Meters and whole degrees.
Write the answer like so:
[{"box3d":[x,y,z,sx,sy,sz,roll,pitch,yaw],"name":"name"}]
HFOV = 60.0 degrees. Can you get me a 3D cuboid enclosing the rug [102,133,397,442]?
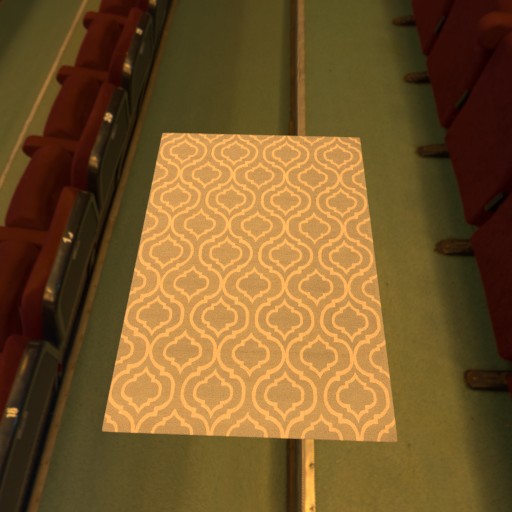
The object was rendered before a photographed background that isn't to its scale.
[{"box3d":[0.000,0.000,2.713,1.451,0.010,2.080,2,58,1],"name":"rug"}]
